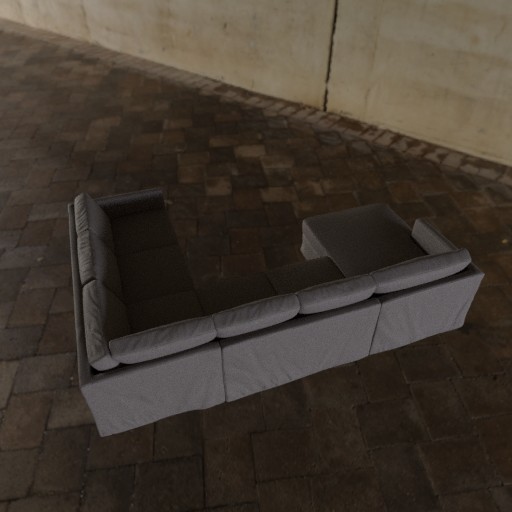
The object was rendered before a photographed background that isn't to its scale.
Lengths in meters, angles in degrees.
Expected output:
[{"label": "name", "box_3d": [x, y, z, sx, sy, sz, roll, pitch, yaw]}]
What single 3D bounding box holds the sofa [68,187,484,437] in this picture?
[{"label": "sofa", "box_3d": [0.000, 0.000, 4.521, 3.528, 0.878, 2.476, -13, 42, -15]}]
